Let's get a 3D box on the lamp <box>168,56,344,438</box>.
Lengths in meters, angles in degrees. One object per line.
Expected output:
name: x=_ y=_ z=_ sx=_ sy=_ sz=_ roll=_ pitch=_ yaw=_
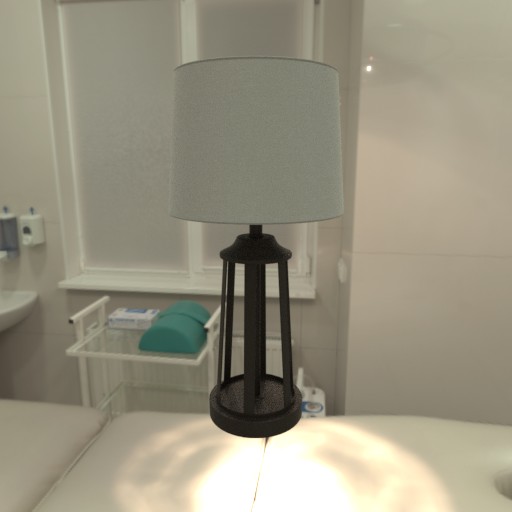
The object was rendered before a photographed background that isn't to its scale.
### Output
lamp: x=0.000 y=0.000 z=0.659 sx=0.251 sy=0.509 sz=0.251 roll=0 pitch=13 yaw=0
